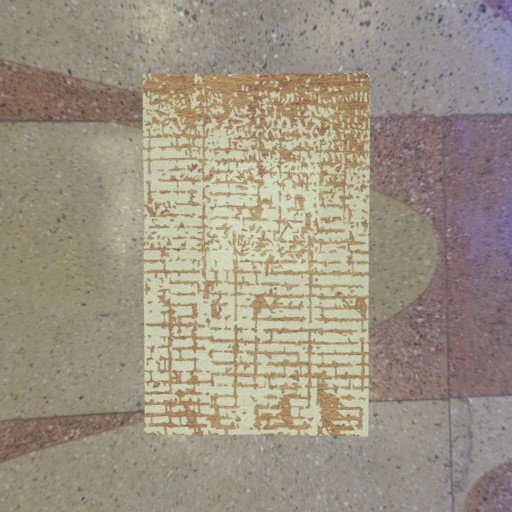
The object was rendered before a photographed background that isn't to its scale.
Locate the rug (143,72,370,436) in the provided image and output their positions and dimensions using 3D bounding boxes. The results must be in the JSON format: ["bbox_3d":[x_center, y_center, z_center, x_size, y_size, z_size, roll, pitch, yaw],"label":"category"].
[{"bbox_3d":[0.000,0.000,2.977,1.517,0.011,2.435,0,91,1],"label":"rug"}]
